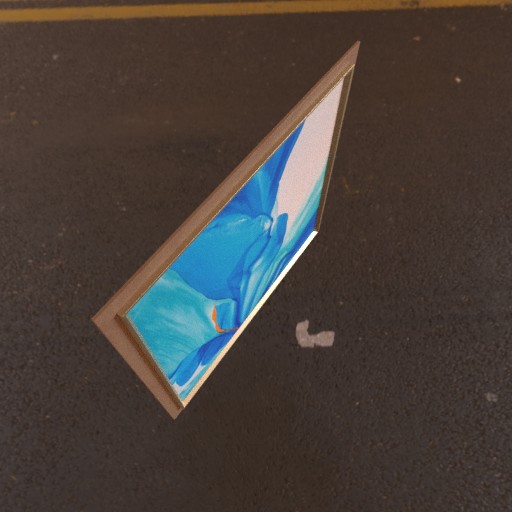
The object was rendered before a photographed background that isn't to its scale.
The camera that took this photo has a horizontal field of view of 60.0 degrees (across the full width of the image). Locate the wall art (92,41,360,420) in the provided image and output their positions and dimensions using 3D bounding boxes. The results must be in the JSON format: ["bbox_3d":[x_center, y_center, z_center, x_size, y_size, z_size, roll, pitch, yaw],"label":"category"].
[{"bbox_3d":[0.000,0.000,1.629,0.025,1.067,1.168,31,64,17],"label":"wall art"}]
